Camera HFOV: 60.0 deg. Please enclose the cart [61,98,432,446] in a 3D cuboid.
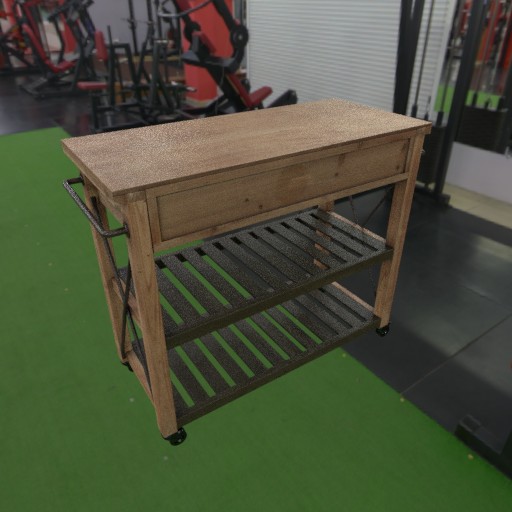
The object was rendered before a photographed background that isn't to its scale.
[{"bbox_3d":[0.000,0.000,0.978,0.686,0.554,0.298,-19,35,-28],"label":"cart"}]
